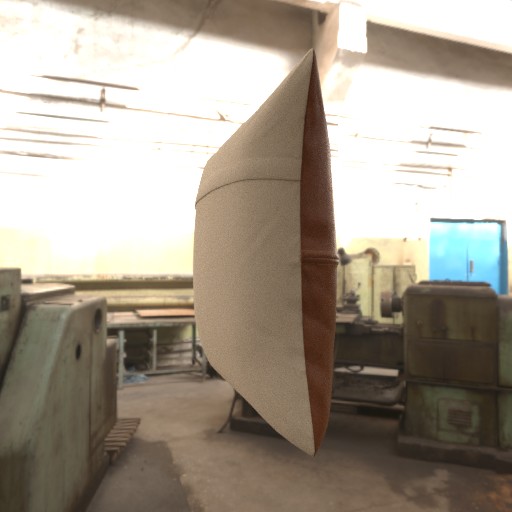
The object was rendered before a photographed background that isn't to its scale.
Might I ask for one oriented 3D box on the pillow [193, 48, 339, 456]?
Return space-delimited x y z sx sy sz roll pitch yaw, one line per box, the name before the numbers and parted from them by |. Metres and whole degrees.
pillow | 0.000 0.000 0.750 0.192 0.477 0.501 0 -1 -17
